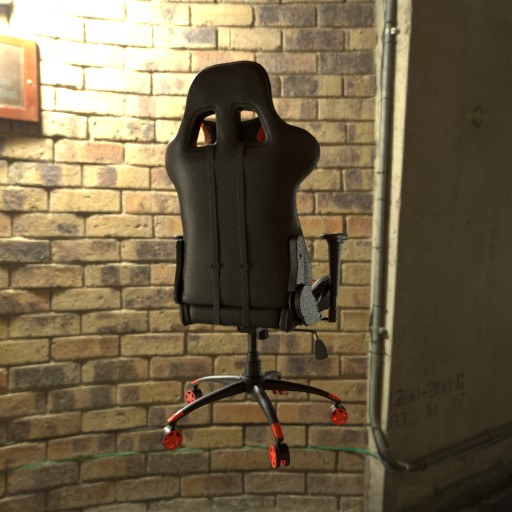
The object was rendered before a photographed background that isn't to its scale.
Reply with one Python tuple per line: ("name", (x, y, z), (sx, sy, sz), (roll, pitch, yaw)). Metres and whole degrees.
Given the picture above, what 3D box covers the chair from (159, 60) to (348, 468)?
("chair", (0.000, 0.000, 1.724), (0.695, 1.282, 0.730), (0, 1, 19))
